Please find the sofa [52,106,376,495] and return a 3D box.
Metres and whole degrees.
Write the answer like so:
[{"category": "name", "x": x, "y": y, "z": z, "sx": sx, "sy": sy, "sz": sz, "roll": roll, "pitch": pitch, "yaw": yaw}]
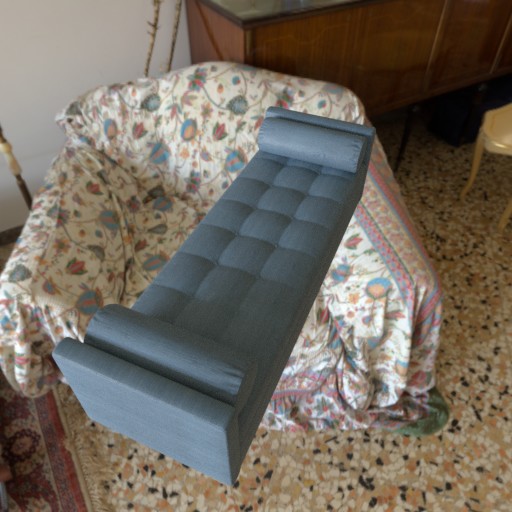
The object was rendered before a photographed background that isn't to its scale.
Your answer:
[{"category": "sofa", "x": 0.000, "y": 0.000, "z": 2.273, "sx": 0.686, "sy": 0.635, "sz": 1.981, "roll": 17, "pitch": 48, "yaw": 17}]
